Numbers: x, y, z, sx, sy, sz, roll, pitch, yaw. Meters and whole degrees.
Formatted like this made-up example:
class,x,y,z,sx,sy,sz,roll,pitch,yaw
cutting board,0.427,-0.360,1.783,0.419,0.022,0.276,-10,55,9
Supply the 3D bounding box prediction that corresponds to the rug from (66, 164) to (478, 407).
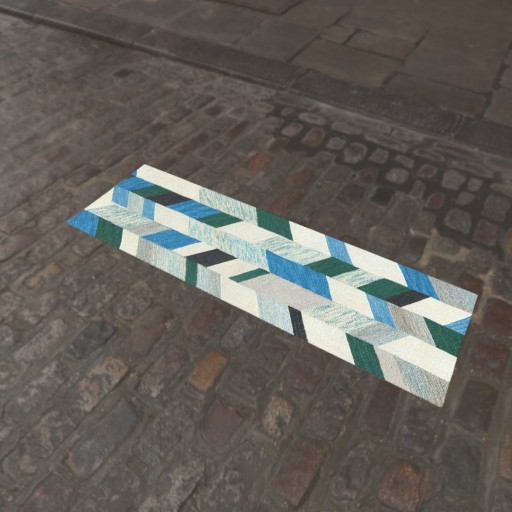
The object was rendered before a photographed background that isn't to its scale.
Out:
class,x,y,z,sx,sy,sz,roll,pitch,yaw
rug,0.000,0.000,2.675,2.437,0.008,0.774,24,50,21
